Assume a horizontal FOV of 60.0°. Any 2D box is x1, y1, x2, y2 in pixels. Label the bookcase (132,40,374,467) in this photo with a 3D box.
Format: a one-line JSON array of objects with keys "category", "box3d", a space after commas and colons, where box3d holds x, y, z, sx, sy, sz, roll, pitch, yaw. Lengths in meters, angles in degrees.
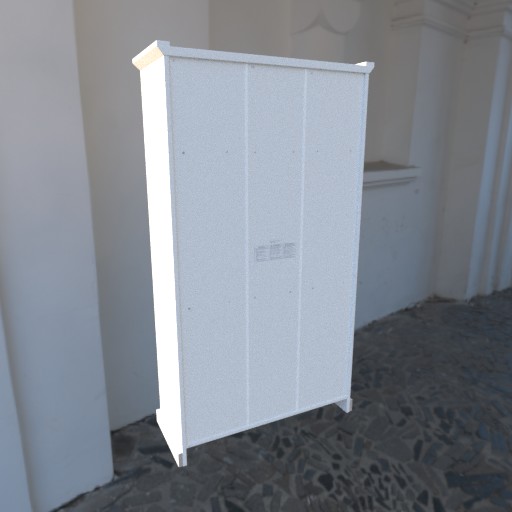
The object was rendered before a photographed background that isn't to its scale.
[{"category": "bookcase", "box3d": [0.000, 0.000, 2.301, 1.050, 1.880, 0.432, -7, 16, -26]}]
